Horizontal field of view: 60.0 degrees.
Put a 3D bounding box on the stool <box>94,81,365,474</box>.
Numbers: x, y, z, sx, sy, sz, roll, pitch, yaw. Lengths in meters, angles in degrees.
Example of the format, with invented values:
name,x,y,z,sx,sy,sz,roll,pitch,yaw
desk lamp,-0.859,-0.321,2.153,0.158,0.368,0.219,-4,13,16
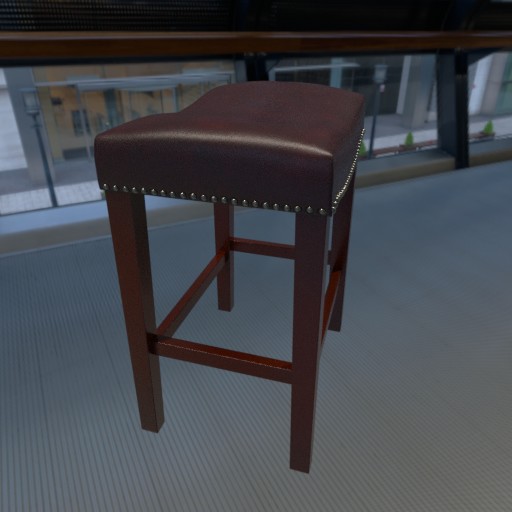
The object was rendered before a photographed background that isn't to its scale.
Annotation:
name,x,y,z,sx,sy,sz,roll,pitch,yaw
stool,0.000,0.000,0.959,0.372,0.657,0.504,8,30,15
